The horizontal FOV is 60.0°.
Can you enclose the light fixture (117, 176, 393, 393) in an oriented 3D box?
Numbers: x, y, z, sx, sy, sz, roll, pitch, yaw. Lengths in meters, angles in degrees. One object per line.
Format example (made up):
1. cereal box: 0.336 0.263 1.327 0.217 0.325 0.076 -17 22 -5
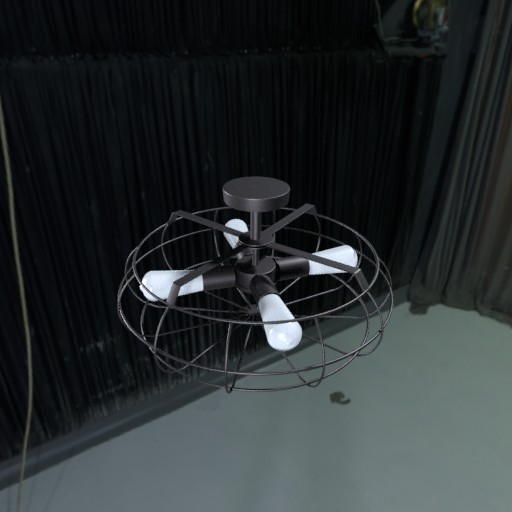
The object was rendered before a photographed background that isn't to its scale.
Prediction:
1. light fixture: 0.000 0.000 0.944 0.582 0.311 0.582 0 27 0
